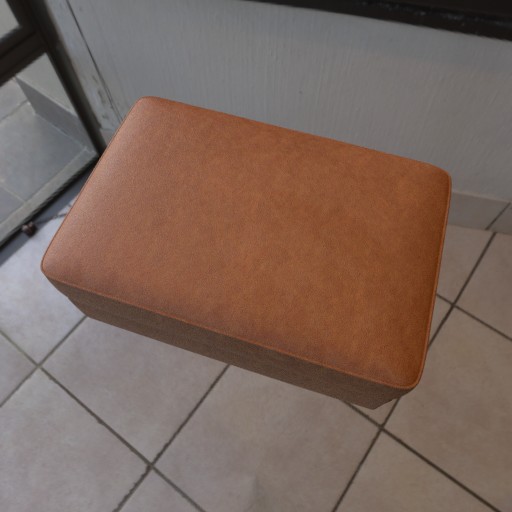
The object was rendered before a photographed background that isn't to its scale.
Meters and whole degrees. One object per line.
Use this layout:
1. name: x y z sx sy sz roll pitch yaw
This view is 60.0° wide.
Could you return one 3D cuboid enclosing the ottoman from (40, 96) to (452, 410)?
1. ottoman: 0.000 0.000 1.193 0.864 0.483 0.584 16 65 8
